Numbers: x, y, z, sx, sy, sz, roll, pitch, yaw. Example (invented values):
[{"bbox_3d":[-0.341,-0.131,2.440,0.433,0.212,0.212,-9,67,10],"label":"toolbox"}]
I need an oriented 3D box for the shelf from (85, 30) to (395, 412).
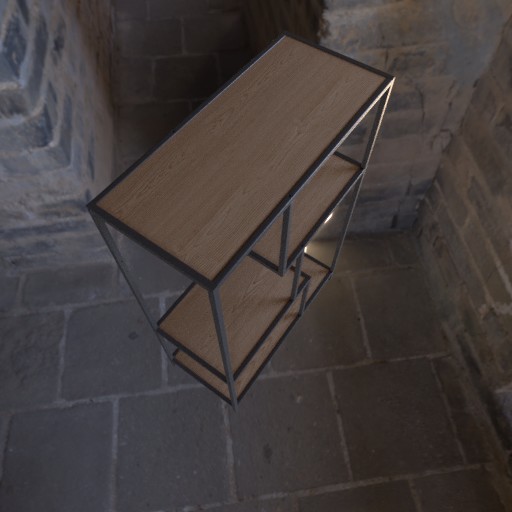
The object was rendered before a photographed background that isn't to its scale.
[{"bbox_3d":[0.000,0.000,1.547,0.350,1.138,0.770,32,64,17],"label":"shelf"}]
